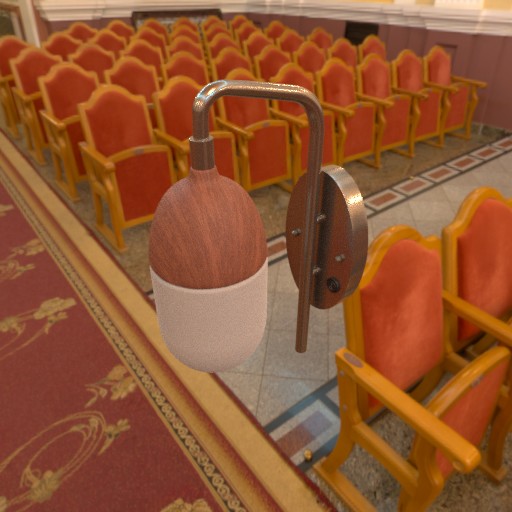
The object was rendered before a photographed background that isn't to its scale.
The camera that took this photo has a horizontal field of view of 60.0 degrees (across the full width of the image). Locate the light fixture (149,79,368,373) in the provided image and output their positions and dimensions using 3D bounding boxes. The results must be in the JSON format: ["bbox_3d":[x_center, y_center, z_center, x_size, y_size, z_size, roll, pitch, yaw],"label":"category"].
[{"bbox_3d":[0.000,0.000,0.446,0.216,0.343,0.108,-22,39,-30],"label":"light fixture"}]
